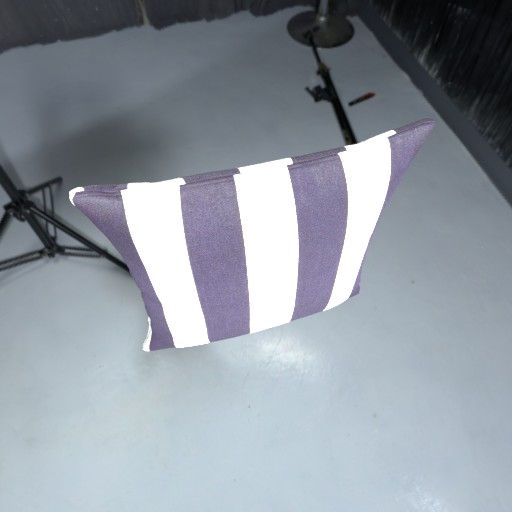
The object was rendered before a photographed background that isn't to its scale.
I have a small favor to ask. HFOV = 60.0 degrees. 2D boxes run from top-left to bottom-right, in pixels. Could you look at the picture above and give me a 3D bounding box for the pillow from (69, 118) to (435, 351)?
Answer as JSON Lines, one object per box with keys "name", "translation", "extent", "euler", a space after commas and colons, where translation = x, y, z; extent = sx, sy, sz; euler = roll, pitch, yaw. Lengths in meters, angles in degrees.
{"name": "pillow", "translation": [0.000, 0.000, 0.826], "extent": [0.536, 0.526, 0.189], "euler": [-14, 58, -9]}
